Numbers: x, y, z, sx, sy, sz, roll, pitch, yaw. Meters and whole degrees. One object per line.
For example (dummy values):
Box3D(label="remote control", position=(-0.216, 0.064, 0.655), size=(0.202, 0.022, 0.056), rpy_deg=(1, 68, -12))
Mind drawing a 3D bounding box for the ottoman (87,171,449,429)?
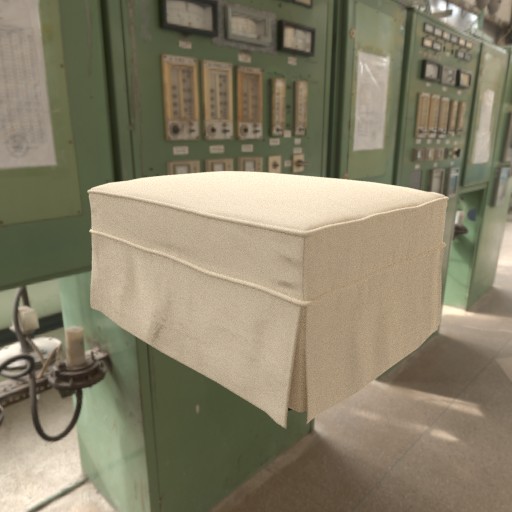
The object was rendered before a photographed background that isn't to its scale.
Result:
Box3D(label="ottoman", position=(0.000, 0.000, 1.363), size=(0.944, 0.479, 0.703), rpy_deg=(15, 22, 43))
